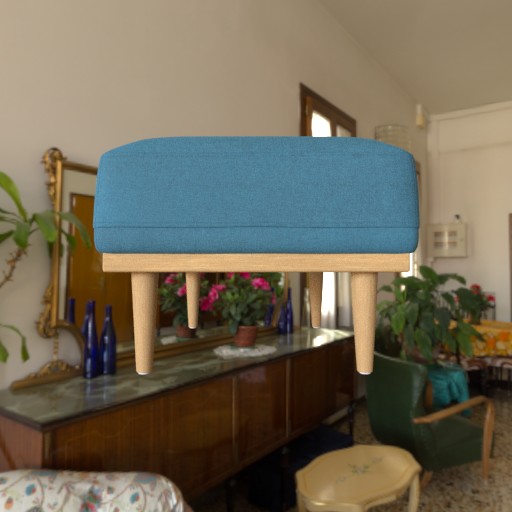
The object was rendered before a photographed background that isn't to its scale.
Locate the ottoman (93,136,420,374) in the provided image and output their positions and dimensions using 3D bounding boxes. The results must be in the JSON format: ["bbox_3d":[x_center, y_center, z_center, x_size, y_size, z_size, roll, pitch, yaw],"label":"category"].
[{"bbox_3d":[0.000,0.000,1.082,0.549,0.428,0.749,0,-2,0],"label":"ottoman"}]
